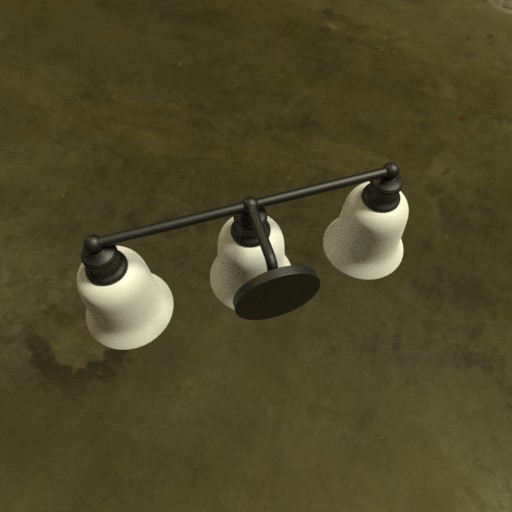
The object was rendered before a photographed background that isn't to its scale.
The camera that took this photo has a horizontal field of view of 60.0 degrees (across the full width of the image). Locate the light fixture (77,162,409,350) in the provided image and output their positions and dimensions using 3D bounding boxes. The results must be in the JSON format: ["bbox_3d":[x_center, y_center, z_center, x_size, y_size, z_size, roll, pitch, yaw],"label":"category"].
[{"bbox_3d":[0.000,0.000,0.672,0.570,0.211,0.198,-15,59,-9],"label":"light fixture"}]
